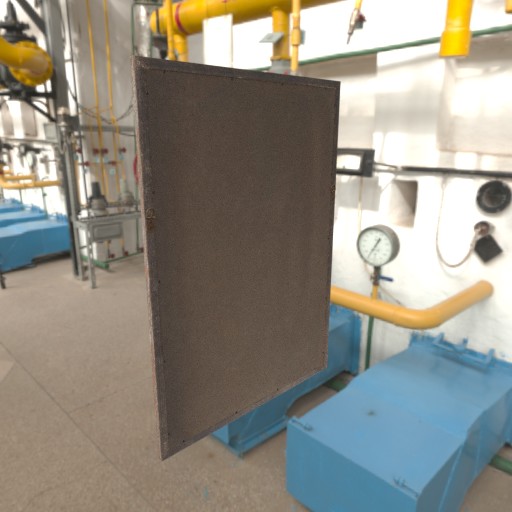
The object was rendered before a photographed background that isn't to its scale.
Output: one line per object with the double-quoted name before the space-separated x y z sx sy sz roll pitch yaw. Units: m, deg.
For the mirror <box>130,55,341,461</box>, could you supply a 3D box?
"mirror" 0.000 0.000 1.284 0.705 0.996 0.025 -14 21 -41
